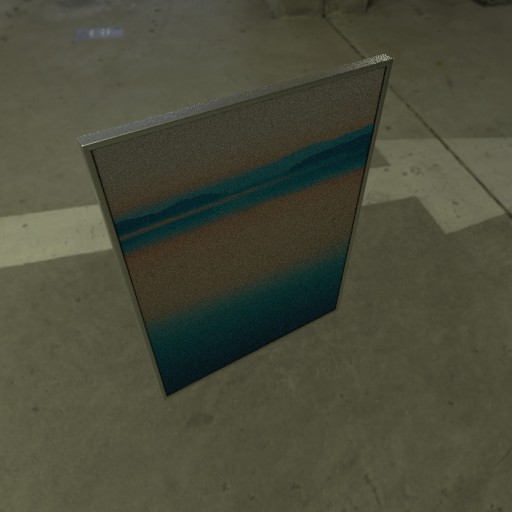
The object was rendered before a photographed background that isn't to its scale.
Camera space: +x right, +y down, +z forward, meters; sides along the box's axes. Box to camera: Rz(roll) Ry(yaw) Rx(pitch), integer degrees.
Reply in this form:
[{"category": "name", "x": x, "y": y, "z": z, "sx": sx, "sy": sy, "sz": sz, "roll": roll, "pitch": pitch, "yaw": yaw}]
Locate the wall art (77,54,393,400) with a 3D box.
[{"category": "wall art", "x": 0.000, "y": 0.000, "z": 1.384, "sx": 0.801, "sy": 1.062, "sz": 0.037, "roll": -23, "pitch": 50, "yaw": -21}]
